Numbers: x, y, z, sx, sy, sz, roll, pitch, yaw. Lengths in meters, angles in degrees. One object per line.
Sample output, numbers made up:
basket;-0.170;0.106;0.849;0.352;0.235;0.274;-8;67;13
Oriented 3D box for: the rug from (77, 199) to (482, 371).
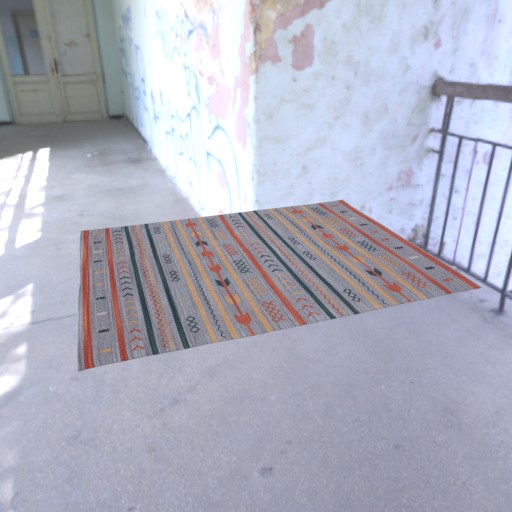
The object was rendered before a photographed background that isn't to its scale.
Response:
rug;0.000;0.000;4.024;3.029;0.022;2.263;-9;27;-17
